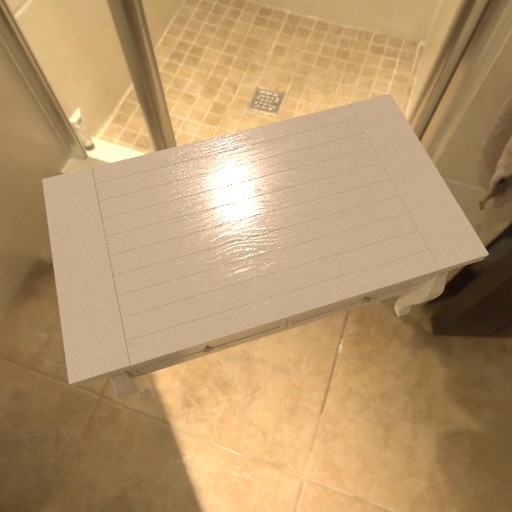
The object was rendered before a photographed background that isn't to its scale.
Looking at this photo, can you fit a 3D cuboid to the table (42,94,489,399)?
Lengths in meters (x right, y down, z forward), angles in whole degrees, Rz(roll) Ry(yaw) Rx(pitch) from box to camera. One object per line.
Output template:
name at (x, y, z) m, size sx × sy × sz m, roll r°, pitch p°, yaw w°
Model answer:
table at (0.000, 0.000, 1.404) m, size 1.062 × 0.495 × 0.600 m, roll -16°, pitch 65°, yaw -8°
